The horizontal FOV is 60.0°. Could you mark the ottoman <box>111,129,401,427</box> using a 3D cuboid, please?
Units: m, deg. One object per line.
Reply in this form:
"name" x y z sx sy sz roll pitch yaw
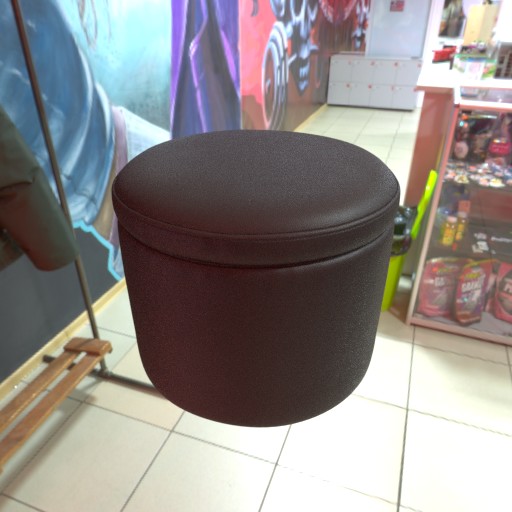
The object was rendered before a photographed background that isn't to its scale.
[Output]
"ottoman" 0.000 0.000 0.871 0.500 0.409 0.500 0 30 0
